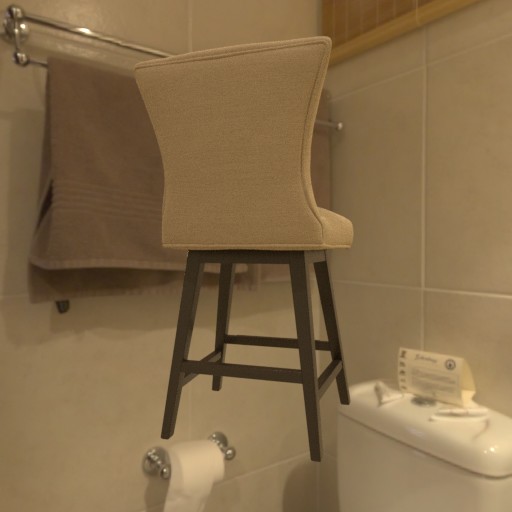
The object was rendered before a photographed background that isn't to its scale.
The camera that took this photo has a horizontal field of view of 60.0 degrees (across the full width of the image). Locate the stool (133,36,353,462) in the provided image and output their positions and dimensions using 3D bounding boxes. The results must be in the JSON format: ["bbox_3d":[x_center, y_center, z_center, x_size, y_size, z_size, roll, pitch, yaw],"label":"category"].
[{"bbox_3d":[0.000,0.000,1.298,0.514,1.000,0.574,0,1,18],"label":"stool"}]
